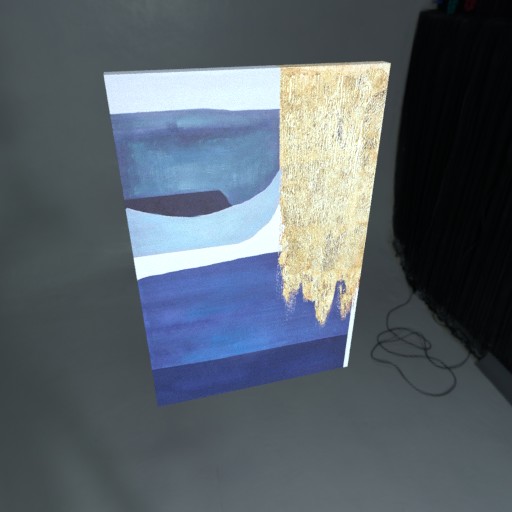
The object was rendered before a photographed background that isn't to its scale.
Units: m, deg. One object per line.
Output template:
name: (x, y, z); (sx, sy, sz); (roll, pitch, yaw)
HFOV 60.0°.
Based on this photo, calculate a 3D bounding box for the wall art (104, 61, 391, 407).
wall art: (0.000, 0.000, 1.154); (0.607, 0.911, 0.039); (-8, 32, -14)
